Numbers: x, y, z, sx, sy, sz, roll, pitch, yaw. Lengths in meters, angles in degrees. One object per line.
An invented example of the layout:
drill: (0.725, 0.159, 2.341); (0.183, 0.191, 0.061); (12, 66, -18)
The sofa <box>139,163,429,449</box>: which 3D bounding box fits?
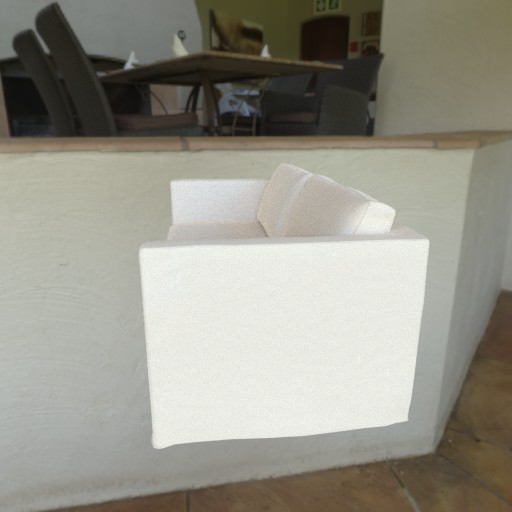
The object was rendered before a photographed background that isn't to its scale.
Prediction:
sofa: (0.000, 0.000, 2.281); (0.962, 0.834, 1.746); (-2, 17, -7)
